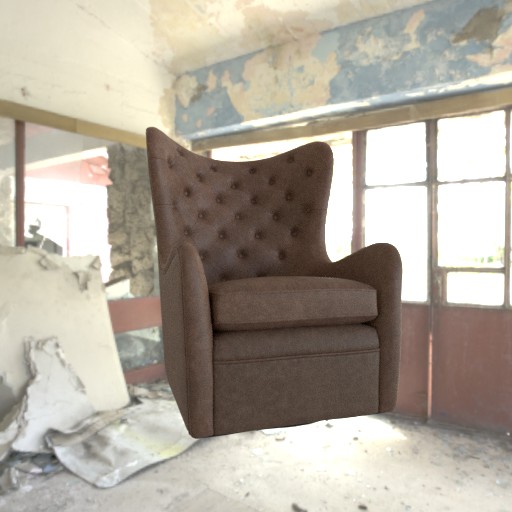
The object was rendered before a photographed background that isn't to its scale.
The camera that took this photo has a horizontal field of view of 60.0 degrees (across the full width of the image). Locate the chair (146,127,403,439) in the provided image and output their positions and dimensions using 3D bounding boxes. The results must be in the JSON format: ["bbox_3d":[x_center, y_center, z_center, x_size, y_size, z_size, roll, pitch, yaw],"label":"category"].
[{"bbox_3d":[0.000,0.000,1.778,0.831,1.079,0.930,0,1,-18],"label":"chair"}]
